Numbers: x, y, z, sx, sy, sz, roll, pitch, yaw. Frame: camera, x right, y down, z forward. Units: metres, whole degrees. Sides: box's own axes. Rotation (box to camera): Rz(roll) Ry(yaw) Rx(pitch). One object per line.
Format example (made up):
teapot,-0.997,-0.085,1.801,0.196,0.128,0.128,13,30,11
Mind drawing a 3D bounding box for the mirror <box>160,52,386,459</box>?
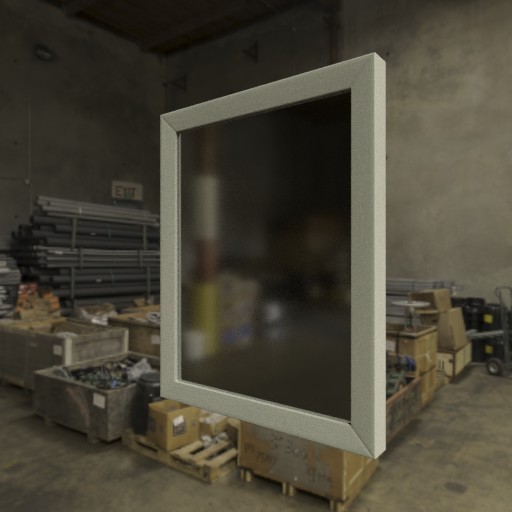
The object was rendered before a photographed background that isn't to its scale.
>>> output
mirror,0.000,0.000,0.692,0.405,0.508,0.041,0,0,38
